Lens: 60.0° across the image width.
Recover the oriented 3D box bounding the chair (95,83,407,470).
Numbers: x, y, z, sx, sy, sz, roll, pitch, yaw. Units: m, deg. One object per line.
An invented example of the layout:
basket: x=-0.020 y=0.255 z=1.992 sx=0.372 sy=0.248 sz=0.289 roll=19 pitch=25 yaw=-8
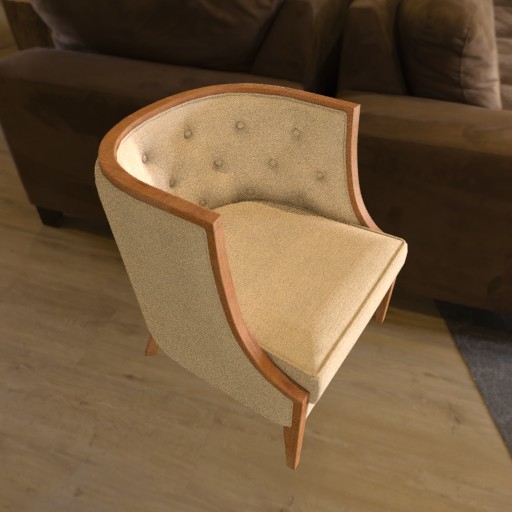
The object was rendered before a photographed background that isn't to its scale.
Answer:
chair: x=0.000 y=0.000 z=1.356 sx=0.757 sy=0.775 sz=0.711 roll=24 pitch=46 yaw=25
